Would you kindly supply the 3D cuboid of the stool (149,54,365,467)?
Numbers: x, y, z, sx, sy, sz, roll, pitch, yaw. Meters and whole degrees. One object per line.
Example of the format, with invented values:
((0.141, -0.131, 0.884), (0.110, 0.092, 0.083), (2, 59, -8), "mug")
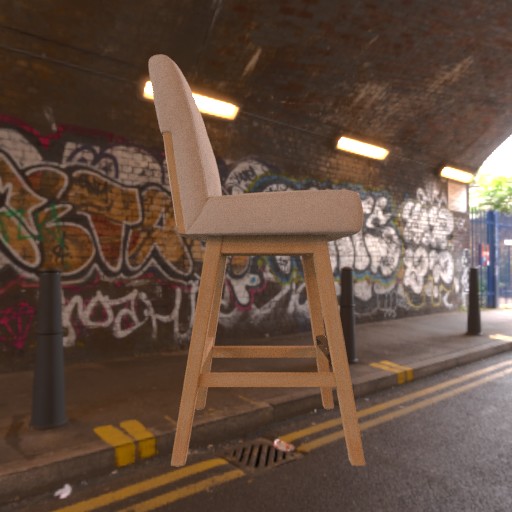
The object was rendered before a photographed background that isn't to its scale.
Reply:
((0.000, 0.000, 1.283), (0.543, 1.015, 0.446), (0, -1, 0), "stool")
